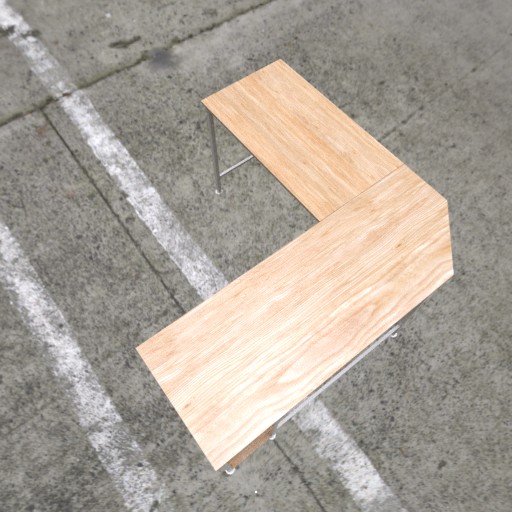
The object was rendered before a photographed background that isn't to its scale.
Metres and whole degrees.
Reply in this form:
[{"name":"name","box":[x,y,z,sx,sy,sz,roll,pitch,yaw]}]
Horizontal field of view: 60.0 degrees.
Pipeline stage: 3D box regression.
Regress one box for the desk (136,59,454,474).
[{"name":"desk","box":[0.000,0.000,2.180,1.379,0.739,1.379,-34,67,-17]}]
